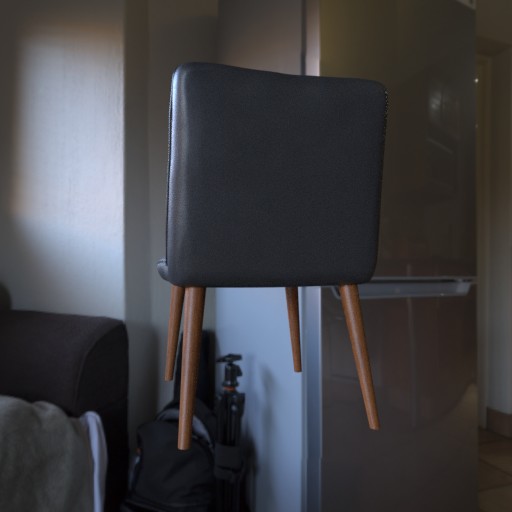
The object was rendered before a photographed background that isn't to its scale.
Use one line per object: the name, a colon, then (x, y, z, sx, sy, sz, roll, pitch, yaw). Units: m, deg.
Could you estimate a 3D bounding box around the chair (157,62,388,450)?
chair: (0.000, 0.000, 1.230, 0.543, 0.801, 0.645, 0, 0, -19)
